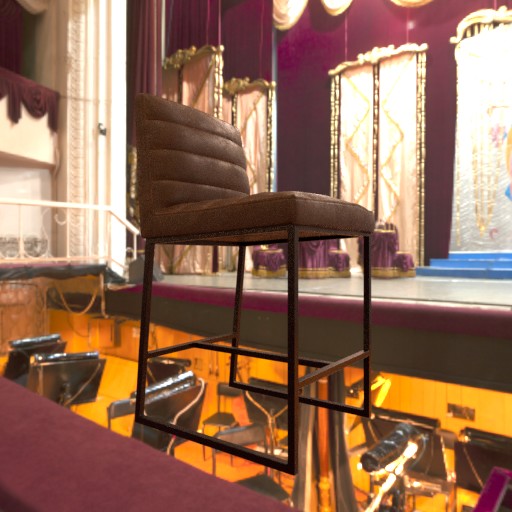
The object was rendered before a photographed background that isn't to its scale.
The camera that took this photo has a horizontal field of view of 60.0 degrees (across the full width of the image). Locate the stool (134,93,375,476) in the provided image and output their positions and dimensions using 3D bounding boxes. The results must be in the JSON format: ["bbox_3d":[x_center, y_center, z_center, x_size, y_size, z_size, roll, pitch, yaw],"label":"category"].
[{"bbox_3d":[0.000,0.000,1.278,0.562,0.942,0.463,0,0,36],"label":"stool"}]
